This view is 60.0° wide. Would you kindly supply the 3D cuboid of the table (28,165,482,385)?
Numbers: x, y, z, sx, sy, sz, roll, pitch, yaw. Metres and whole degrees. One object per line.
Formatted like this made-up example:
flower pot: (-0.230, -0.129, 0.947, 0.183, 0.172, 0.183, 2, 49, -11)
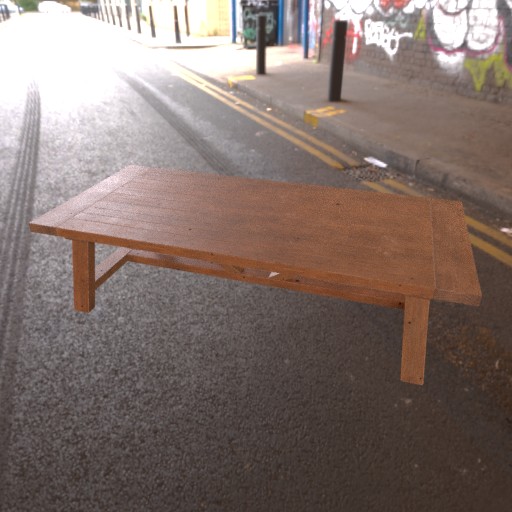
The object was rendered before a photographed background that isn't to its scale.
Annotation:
table: (0.000, 0.000, 2.129, 1.800, 0.465, 0.820, 9, 31, 15)
